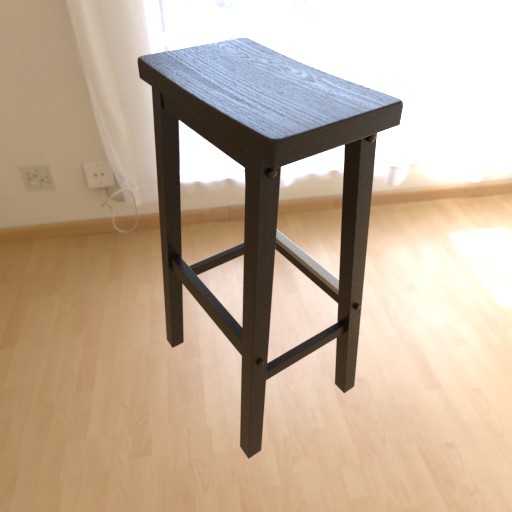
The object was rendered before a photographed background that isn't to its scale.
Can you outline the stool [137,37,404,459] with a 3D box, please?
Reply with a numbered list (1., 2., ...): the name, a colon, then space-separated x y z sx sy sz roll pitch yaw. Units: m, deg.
1. stool: 0.000 0.000 0.937 0.322 0.742 0.406 -24 46 -26
